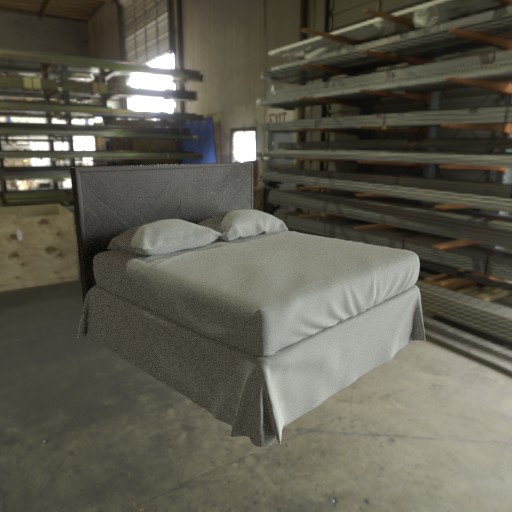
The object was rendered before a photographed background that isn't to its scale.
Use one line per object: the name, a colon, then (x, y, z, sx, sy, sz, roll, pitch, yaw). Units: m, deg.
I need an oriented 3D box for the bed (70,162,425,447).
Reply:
bed: (0.000, 0.000, 2.920, 1.785, 1.142, 1.772, 13, 19, 43)
